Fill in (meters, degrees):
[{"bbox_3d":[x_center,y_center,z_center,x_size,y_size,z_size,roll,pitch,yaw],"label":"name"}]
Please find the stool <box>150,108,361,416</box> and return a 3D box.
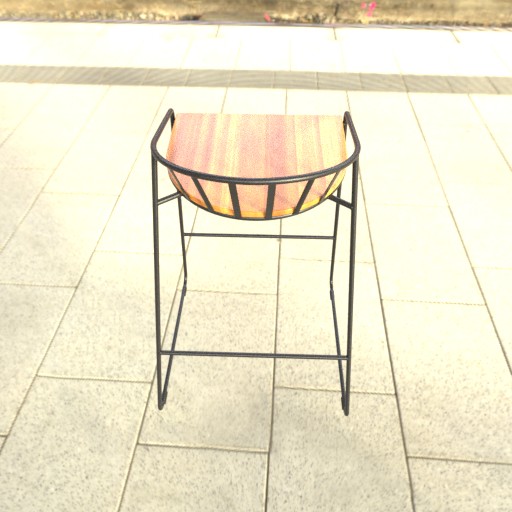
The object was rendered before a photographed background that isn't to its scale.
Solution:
[{"bbox_3d":[0.000,0.000,1.167,0.546,0.812,0.521,1,46,1],"label":"stool"}]
